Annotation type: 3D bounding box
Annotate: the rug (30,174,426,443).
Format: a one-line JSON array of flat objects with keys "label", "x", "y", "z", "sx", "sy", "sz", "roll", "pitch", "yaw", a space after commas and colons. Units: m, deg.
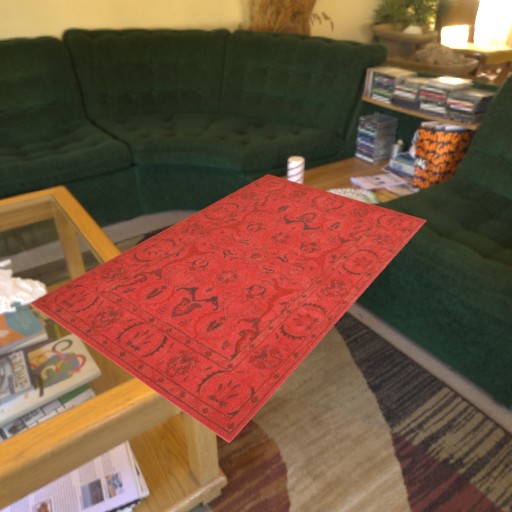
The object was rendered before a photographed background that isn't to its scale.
[{"label": "rug", "x": 0.000, "y": 0.000, "z": 3.056, "sx": 1.534, "sy": 0.010, "sz": 2.423, "roll": 22, "pitch": 39, "yaw": 30}]
